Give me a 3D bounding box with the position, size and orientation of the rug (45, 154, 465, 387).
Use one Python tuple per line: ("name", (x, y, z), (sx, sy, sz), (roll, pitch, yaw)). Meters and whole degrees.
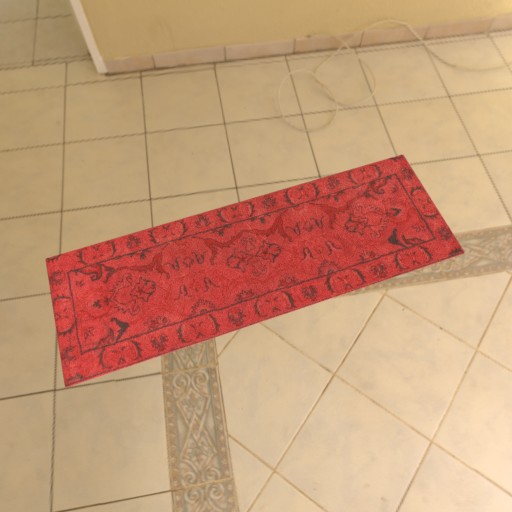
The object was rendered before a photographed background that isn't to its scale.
("rug", (0.000, 0.000, 2.714), (2.439, 0.018, 0.813), (-17, 65, -9))
